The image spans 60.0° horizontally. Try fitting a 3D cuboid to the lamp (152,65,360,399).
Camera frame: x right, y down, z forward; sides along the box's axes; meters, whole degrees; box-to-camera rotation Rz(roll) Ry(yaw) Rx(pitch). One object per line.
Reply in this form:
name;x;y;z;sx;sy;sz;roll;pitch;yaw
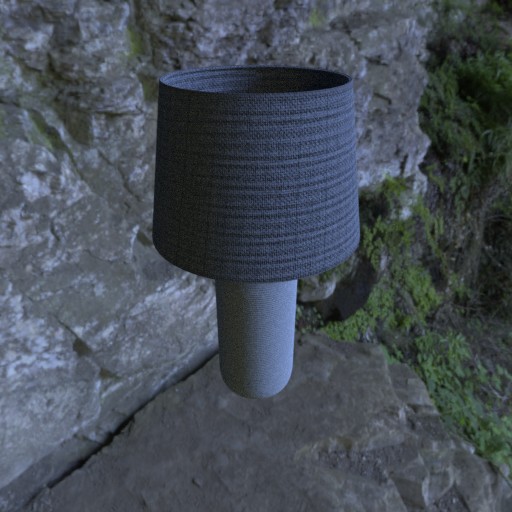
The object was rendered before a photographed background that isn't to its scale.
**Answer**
lamp;0.000;0.000;0.567;0.251;0.429;0.251;0;30;0
